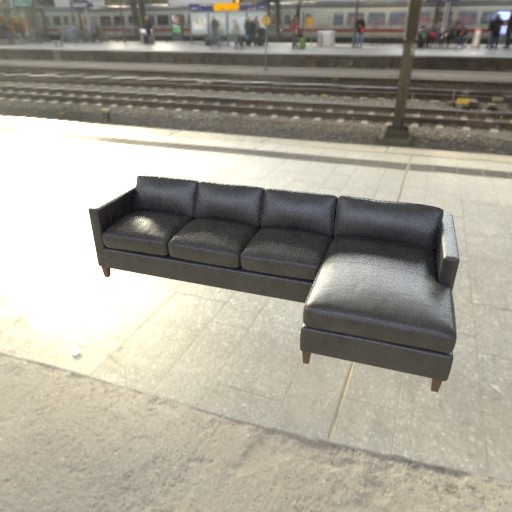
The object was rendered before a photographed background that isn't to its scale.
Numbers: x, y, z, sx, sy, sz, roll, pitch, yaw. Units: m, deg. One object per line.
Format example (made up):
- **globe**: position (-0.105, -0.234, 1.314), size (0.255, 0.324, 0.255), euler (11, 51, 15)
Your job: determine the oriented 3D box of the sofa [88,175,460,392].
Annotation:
- **sofa**: position (0.000, 0.000, 3.899), size (3.203, 0.883, 1.581), euler (9, 29, 16)
